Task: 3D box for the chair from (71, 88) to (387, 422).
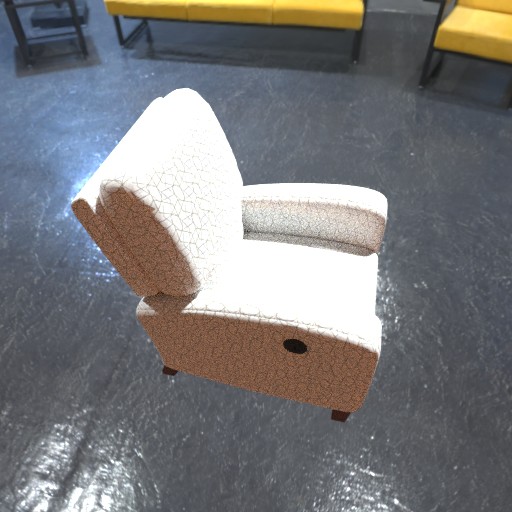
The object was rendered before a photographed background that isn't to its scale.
[{"bbox_3d":[0.000,0.000,1.760,0.995,1.064,0.796,10,47,9],"label":"chair"}]
